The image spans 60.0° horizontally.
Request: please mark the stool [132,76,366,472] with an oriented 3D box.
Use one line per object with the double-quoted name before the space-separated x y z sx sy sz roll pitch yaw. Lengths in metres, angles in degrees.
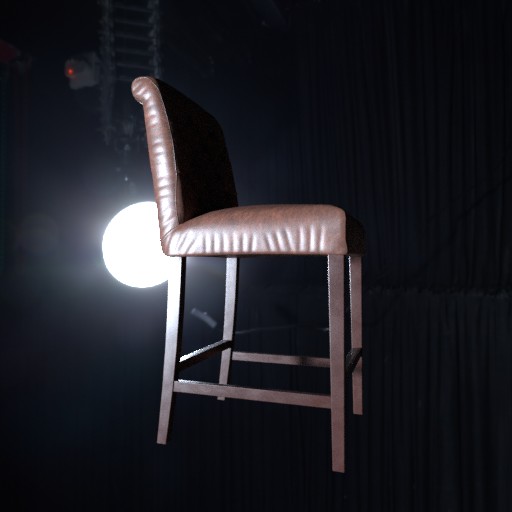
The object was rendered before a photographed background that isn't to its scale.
"stool" 0.000 0.000 1.428 0.660 1.084 0.486 0 -1 19
